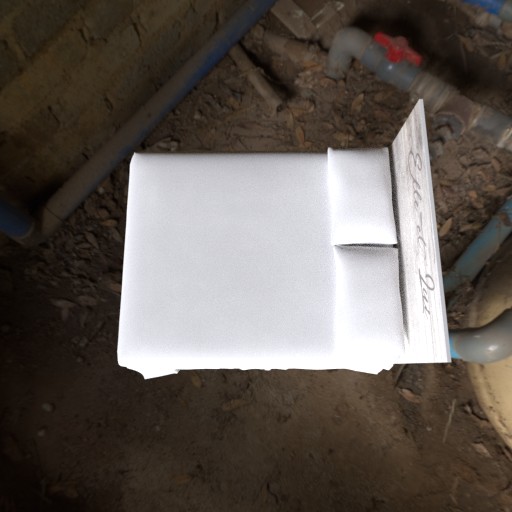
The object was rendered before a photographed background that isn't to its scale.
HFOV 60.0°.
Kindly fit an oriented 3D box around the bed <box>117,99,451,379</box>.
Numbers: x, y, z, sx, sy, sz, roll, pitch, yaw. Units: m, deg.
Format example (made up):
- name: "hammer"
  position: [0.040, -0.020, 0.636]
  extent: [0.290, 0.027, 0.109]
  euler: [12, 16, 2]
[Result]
- name: "bed"
  position: [0.000, 0.000, 3.214]
  extent: [2.094, 1.335, 1.745]
  euler: [0, 76, 0]
